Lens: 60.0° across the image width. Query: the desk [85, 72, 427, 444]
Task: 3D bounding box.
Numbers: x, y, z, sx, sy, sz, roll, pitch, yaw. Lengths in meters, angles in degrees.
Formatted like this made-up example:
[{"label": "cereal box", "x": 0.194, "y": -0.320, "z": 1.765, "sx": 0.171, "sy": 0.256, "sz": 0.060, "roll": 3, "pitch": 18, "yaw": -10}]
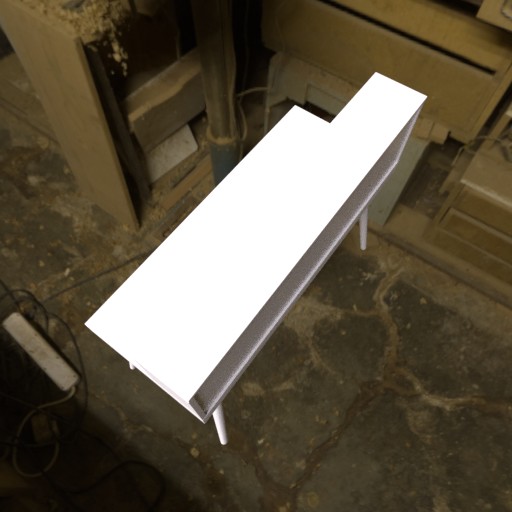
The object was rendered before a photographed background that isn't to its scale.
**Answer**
[{"label": "desk", "x": 0.000, "y": 0.000, "z": 1.734, "sx": 0.559, "sy": 0.990, "sz": 1.199, "roll": 33, "pitch": 67, "yaw": 16}]
